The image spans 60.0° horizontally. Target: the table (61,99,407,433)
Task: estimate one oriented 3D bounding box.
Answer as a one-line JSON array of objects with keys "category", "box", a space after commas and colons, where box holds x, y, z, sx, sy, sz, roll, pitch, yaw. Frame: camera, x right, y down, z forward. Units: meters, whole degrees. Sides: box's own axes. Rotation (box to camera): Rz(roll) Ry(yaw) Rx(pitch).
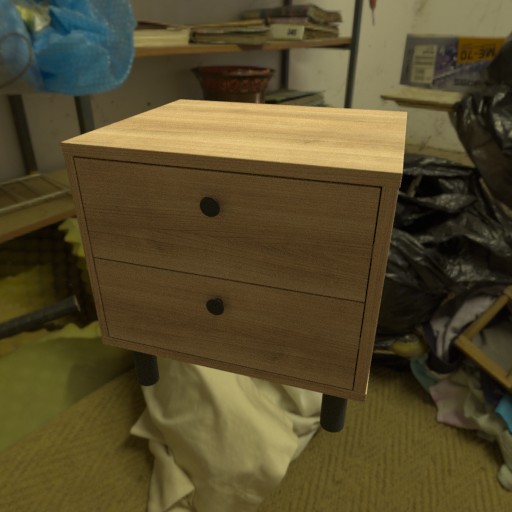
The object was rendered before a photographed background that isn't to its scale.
[{"category": "table", "box": [0.000, 0.000, 0.799, 0.445, 0.460, 0.380, 9, 30, 15]}]
